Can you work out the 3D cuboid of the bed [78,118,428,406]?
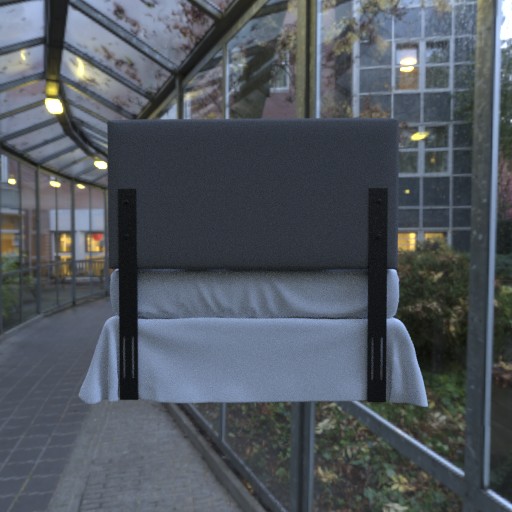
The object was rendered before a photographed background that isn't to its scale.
[{"bbox_3d":[0.000,0.000,3.484,1.936,1.577,2.222,0,2,1],"label":"bed"}]
